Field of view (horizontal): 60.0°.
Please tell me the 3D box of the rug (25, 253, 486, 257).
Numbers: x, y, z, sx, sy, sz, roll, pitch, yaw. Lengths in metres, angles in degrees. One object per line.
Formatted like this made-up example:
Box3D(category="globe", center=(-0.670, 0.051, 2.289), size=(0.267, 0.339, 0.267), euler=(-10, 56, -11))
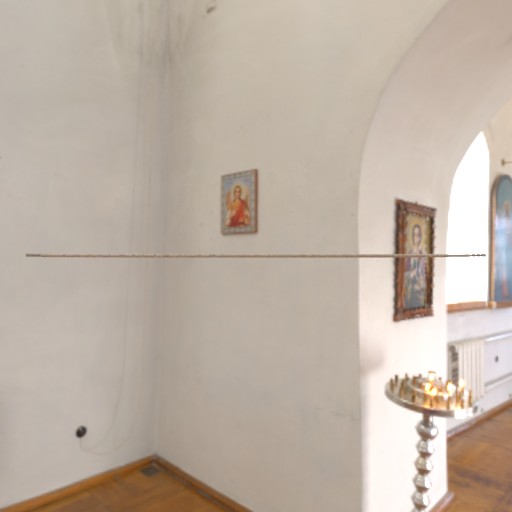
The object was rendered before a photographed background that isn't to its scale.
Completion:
Box3D(category="rug", center=(0.000, 0.000, 2.310), size=(1.771, 0.015, 1.223), euler=(0, 0, 0))
